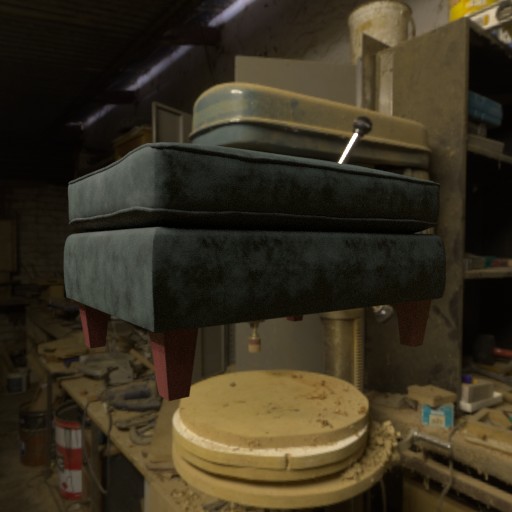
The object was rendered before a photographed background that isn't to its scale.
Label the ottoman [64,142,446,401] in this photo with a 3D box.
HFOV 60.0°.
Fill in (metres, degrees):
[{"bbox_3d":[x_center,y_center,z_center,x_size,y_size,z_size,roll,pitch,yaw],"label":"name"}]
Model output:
[{"bbox_3d":[0.000,0.000,1.220,0.864,0.495,0.632,-1,2,-36],"label":"ottoman"}]
